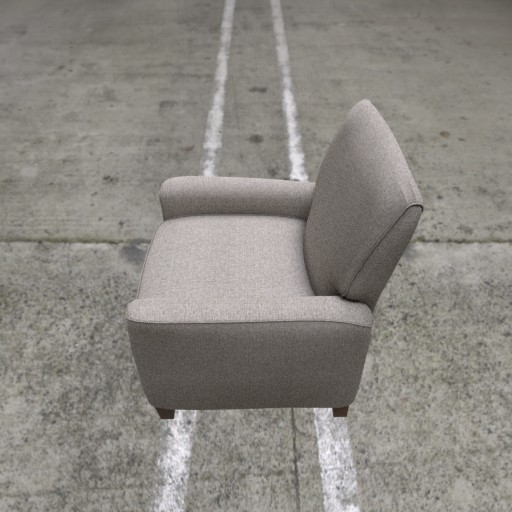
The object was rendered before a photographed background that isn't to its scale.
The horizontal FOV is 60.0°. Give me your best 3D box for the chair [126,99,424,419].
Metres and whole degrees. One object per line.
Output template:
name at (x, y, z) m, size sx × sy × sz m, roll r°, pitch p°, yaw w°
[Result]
chair at (0.000, 0.000, 1.664) m, size 0.864 × 1.014 × 0.848 m, roll 0°, pitch 41°, yaw -1°
